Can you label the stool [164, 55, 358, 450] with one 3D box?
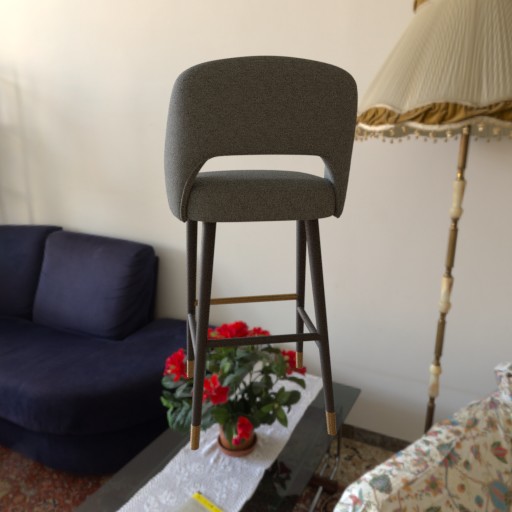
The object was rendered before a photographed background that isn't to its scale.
[{"bbox_3d":[0.000,0.000,1.398,0.536,1.089,0.524,-2,15,-9],"label":"stool"}]
